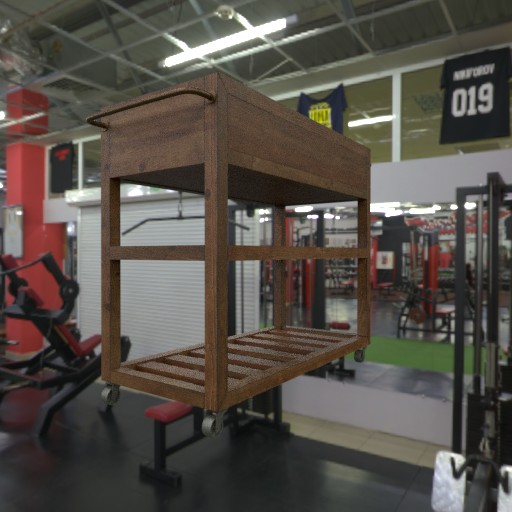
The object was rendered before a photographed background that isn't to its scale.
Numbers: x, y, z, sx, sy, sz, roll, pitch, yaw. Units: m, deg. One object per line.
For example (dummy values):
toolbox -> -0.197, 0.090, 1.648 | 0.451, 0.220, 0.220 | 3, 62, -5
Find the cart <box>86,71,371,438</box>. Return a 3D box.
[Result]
cart -> 0.000, 0.000, 1.491 | 0.445, 0.830, 1.065 | 0, 0, 36
